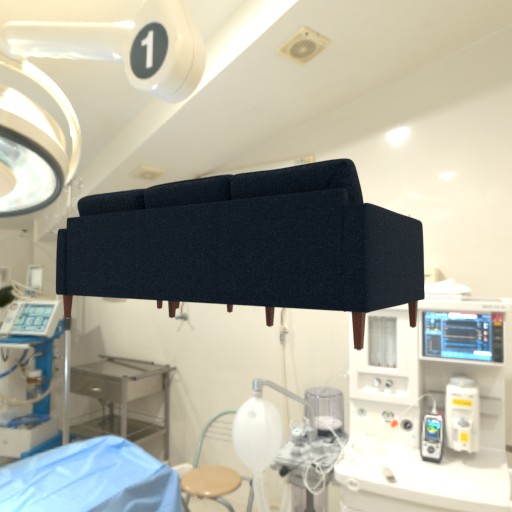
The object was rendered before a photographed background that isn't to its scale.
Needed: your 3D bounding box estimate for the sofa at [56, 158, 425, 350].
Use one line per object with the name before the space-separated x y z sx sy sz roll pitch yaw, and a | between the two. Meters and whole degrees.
sofa | 0.000 0.000 3.028 2.185 0.841 1.613 -1 -2 34
